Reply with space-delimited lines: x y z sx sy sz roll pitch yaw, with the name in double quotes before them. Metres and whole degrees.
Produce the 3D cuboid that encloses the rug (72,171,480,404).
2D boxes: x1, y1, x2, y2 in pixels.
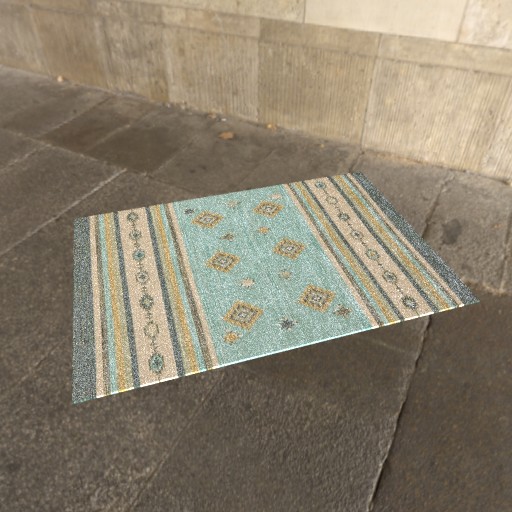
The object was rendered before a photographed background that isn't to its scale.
"rug" 0.000 0.000 2.301 1.811 0.010 1.212 -11 43 -13
